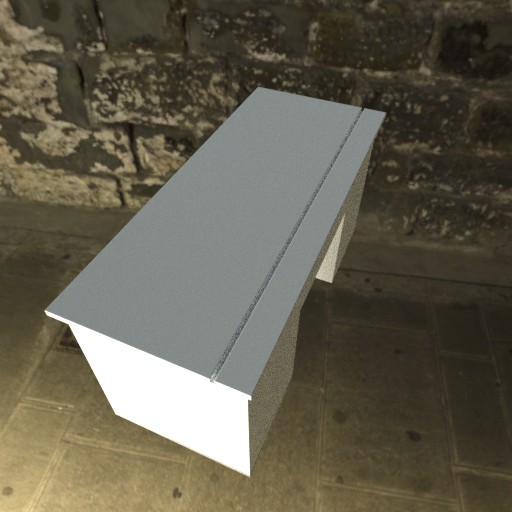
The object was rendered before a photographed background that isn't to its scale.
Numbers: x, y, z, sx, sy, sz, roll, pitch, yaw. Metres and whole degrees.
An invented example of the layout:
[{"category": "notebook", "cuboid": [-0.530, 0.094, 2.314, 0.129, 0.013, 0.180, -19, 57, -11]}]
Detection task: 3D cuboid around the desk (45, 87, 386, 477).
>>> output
[{"category": "desk", "cuboid": [0.000, 0.000, 1.990, 0.670, 0.760, 1.580, 18, 49, 16]}]
